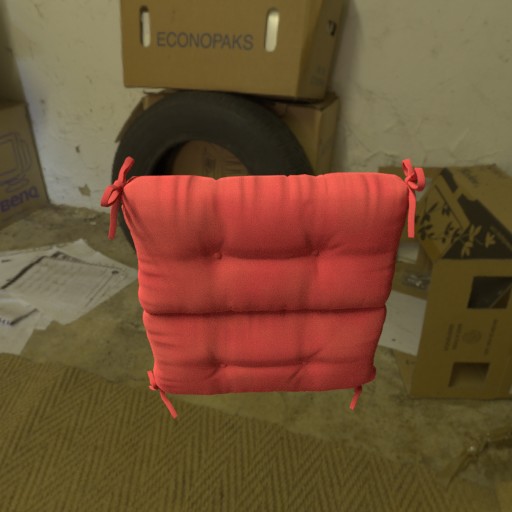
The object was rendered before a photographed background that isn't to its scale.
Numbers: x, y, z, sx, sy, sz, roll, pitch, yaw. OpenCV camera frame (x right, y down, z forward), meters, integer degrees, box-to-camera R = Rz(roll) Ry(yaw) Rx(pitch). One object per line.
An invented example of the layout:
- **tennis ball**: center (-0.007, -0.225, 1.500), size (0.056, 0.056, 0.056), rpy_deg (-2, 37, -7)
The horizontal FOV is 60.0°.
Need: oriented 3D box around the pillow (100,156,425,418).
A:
- **pillow**: center (0.000, 0.000, 1.022), size (0.519, 0.605, 0.571), rpy_deg (-1, 31, -2)
